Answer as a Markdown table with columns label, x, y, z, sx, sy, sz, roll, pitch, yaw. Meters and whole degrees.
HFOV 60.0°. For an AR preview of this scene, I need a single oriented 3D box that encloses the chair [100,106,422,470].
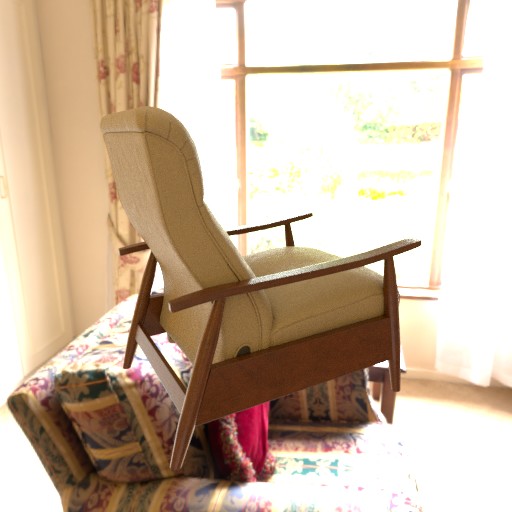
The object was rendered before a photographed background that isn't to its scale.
| label | x | y | z | sx | sy | sz | roll | pitch | yaw |
| --- | --- | --- | --- | --- | --- | --- | --- | --- | --- |
| chair | 0.000 | 0.000 | 1.764 | 1.014 | 1.082 | 0.762 | -8 | 17 | -27 |
